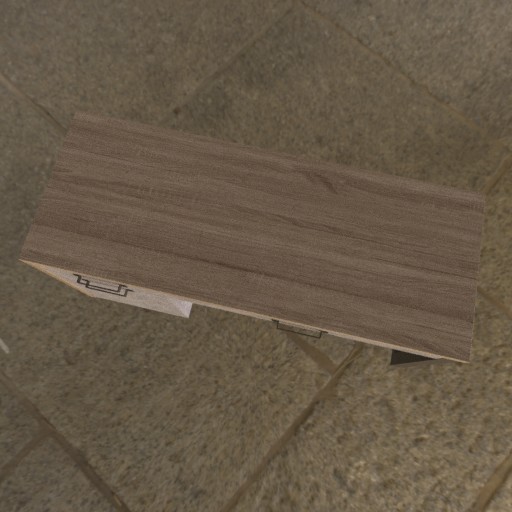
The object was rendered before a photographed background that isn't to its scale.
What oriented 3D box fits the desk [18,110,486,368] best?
[{"bbox_3d":[0.000,0.000,2.073,1.700,0.760,0.690,12,74,4],"label":"desk"}]
